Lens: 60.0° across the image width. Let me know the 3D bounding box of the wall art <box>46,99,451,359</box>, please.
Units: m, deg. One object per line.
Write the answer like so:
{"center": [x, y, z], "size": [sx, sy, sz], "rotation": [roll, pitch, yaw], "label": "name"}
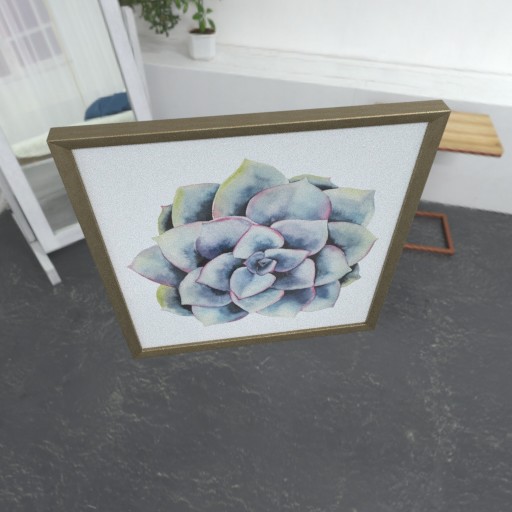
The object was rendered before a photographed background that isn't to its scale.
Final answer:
{"center": [0.000, 0.000, 0.740], "size": [0.503, 0.506, 0.030], "rotation": [-6, 47, -5], "label": "wall art"}
